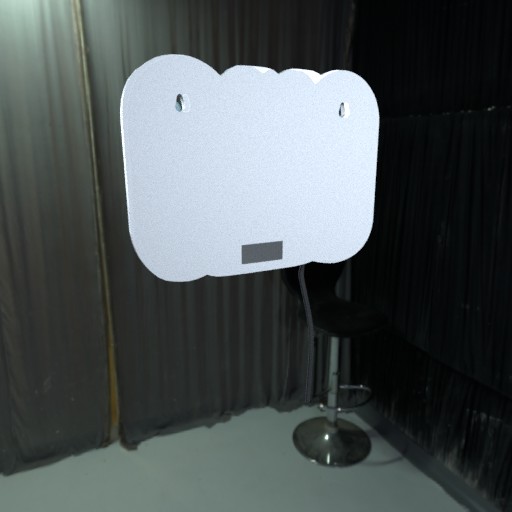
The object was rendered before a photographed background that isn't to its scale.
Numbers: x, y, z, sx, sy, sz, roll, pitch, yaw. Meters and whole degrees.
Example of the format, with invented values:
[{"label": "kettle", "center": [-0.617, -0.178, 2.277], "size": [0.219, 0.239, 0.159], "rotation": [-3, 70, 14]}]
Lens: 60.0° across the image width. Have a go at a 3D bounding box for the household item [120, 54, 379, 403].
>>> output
[{"label": "household item", "center": [0.000, 0.000, 0.371], "size": [0.211, 0.294, 0.042], "rotation": [-7, 16, -26]}]
